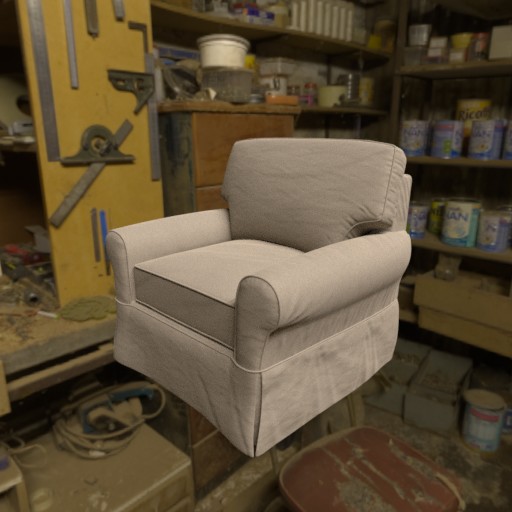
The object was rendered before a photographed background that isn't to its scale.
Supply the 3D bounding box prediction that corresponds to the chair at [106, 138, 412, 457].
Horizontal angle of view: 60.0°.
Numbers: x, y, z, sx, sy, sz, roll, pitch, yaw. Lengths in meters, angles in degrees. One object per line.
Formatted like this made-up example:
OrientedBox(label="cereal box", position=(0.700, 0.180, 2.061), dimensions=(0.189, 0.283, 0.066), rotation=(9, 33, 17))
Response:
OrientedBox(label="chair", position=(0.000, 0.000, 1.987), dimensions=(0.988, 1.017, 1.135), rotation=(-15, 21, -43))
